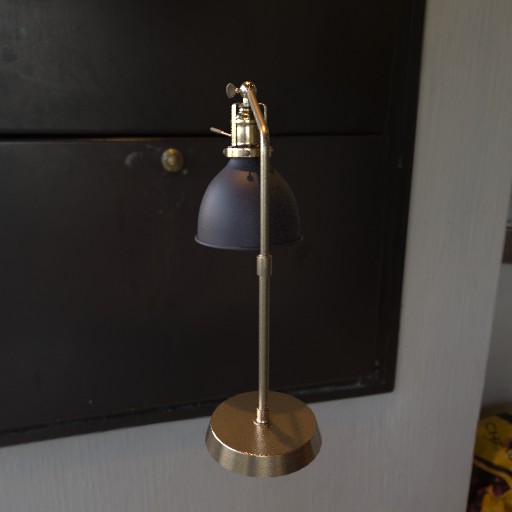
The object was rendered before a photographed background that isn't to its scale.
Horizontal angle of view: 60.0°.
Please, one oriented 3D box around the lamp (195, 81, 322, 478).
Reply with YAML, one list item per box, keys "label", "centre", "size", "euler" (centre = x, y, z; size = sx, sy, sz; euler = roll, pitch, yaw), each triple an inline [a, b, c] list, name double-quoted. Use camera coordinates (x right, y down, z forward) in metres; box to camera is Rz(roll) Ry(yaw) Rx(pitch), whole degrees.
- label: "lamp"
  centre: [0.000, 0.000, 0.597]
  size: [0.160, 0.456, 0.291]
  euler: [-2, 15, -9]
